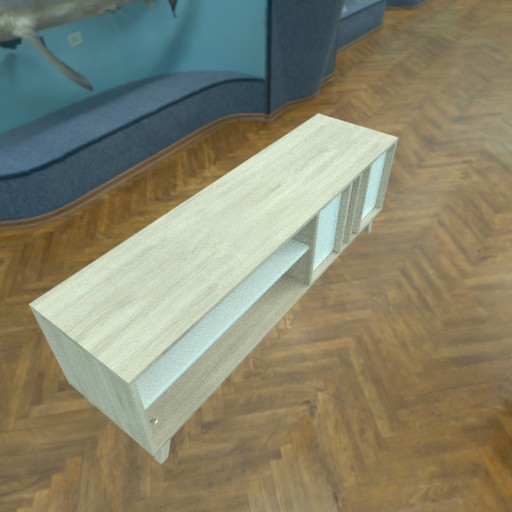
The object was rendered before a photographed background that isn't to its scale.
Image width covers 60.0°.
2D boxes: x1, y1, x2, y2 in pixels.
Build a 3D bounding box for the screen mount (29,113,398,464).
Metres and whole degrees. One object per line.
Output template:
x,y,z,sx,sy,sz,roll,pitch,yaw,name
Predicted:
0.000,0.000,1.718,0.400,0.510,1.500,27,48,27,screen mount
